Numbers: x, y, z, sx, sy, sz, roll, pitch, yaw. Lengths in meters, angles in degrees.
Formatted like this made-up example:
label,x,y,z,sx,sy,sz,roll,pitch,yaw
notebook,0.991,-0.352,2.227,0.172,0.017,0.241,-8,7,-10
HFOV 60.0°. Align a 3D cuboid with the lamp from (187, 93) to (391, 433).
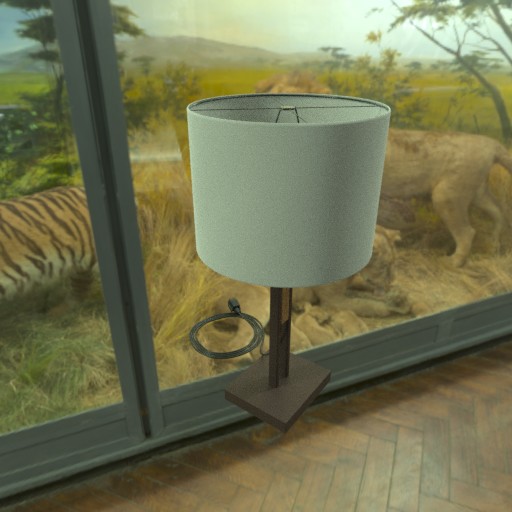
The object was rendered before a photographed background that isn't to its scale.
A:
label,x,y,z,sx,sy,sz,roll,pitch,yaw
lamp,0.000,0.000,0.998,0.525,0.668,0.396,18,32,32
